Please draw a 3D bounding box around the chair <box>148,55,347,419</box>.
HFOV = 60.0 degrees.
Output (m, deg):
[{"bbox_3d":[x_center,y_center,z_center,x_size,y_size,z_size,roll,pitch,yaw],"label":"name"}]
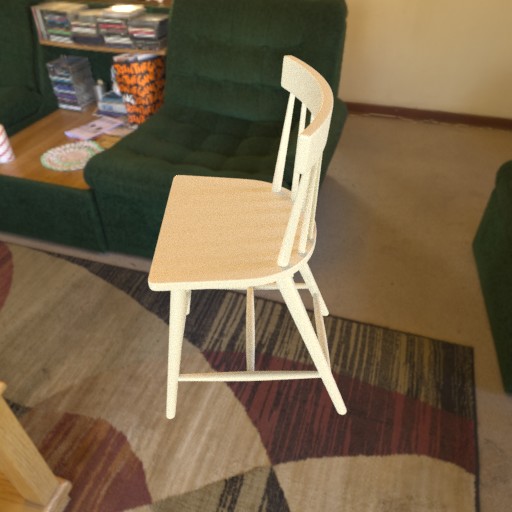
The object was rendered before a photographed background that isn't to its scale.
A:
[{"bbox_3d":[0.000,0.000,1.264,0.572,0.952,0.483,0,40,-1],"label":"chair"}]
